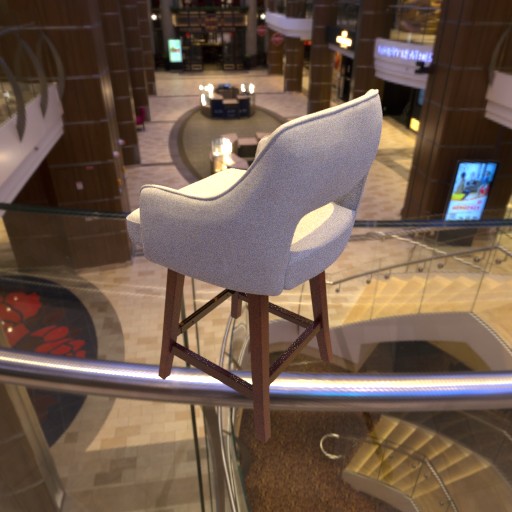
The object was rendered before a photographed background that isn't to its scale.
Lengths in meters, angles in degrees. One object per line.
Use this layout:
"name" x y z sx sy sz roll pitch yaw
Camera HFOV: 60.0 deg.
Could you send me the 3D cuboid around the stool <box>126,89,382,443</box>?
"stool" 0.000 0.000 1.281 0.560 0.936 0.550 21 37 30
